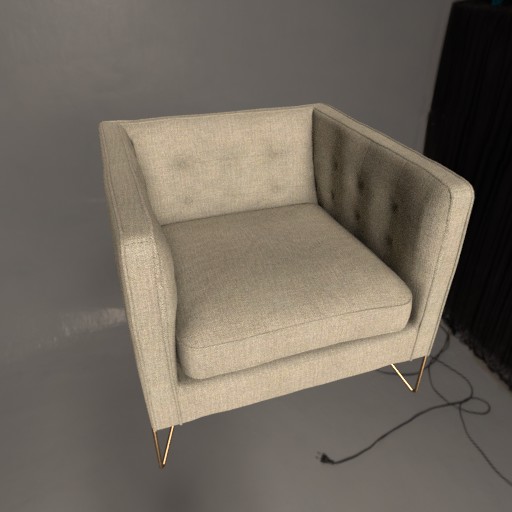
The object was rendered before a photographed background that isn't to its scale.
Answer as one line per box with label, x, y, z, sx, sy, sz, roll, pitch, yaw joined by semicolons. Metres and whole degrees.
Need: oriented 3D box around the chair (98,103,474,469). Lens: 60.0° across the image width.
chair;0.000;0.000;1.558;0.920;0.799;0.912;-10;34;-16
